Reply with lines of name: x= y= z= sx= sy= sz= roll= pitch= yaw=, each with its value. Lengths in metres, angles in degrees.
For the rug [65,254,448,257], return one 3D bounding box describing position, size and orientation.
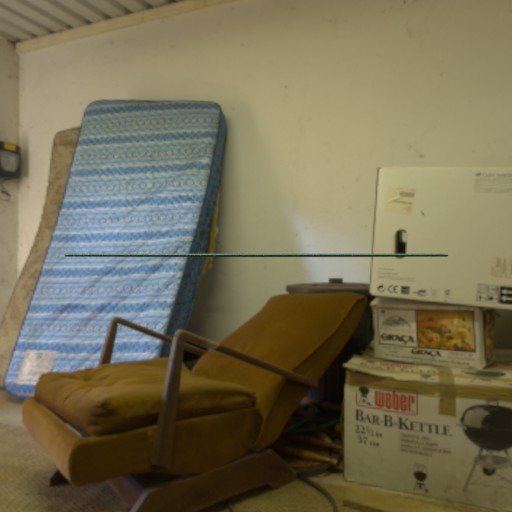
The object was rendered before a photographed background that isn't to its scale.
rug: x=0.000 y=0.000 z=2.893 sx=1.554 sy=0.012 sz=2.205 roll=0 pitch=0 yaw=0
